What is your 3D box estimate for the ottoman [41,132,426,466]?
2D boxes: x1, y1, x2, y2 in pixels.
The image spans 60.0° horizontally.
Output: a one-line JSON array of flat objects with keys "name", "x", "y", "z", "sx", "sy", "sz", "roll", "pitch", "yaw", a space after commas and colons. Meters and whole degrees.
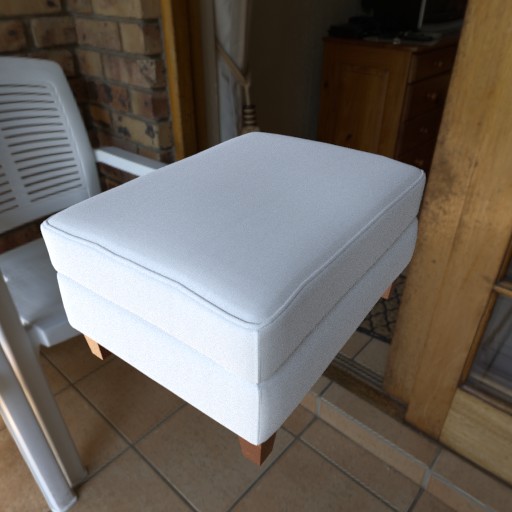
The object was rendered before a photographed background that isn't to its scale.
[{"name": "ottoman", "x": 0.000, "y": 0.000, "z": 1.194, "sx": 0.634, "sy": 0.479, "sz": 0.818, "roll": 21, "pitch": 38, "yaw": 30}]
